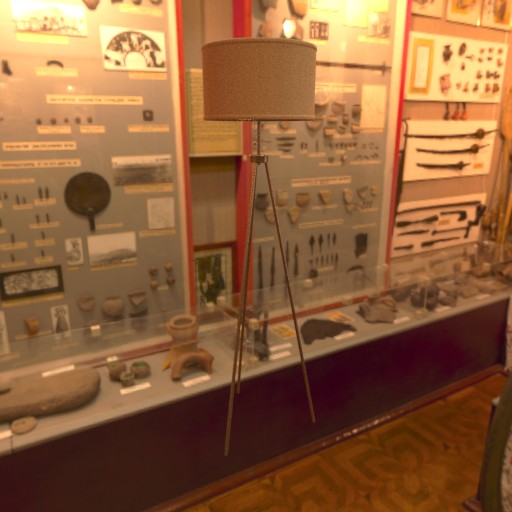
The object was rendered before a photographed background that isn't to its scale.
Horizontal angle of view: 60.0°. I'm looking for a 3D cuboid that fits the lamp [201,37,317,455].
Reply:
[{"bbox_3d":[0.000,0.000,1.808,0.449,1.545,0.460,-9,18,-27],"label":"lamp"}]
